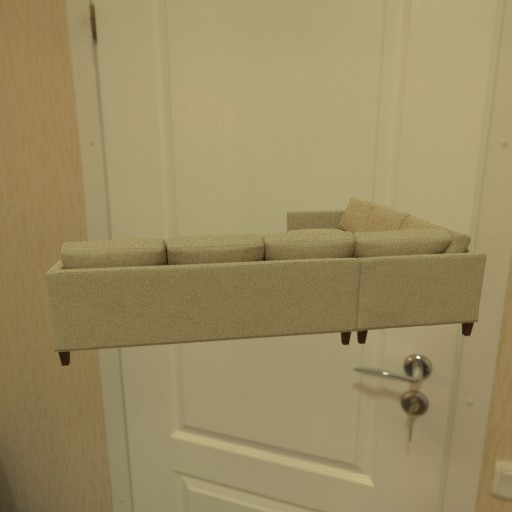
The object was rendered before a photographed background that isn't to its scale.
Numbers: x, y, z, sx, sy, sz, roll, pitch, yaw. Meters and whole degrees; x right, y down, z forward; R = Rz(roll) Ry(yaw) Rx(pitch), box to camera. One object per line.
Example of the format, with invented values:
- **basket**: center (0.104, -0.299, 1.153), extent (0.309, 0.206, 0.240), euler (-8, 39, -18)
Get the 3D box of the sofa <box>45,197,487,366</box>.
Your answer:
- **sofa**: center (0.000, 0.000, 4.321), extent (3.182, 0.863, 2.432), euler (-2, 14, -9)
